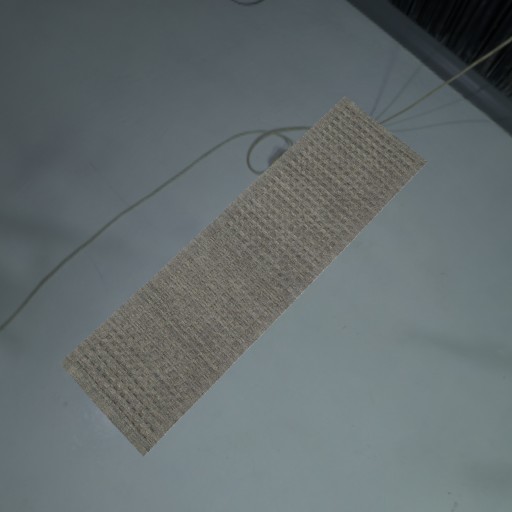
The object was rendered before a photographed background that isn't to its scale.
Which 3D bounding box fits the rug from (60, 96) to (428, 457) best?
[{"bbox_3d":[0.000,0.000,2.669,0.706,0.009,2.443,43,78,11],"label":"rug"}]
